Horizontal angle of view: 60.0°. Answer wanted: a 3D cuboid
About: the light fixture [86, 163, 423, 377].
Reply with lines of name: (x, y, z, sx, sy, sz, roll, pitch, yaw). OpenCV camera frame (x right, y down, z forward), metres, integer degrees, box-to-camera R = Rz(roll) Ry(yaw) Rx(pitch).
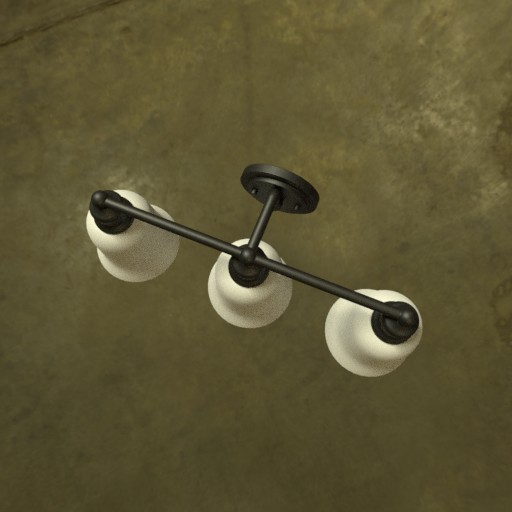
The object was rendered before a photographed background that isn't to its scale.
light fixture: (0.000, 0.000, 0.666, 0.570, 0.211, 0.198, 21, 76, 5)
